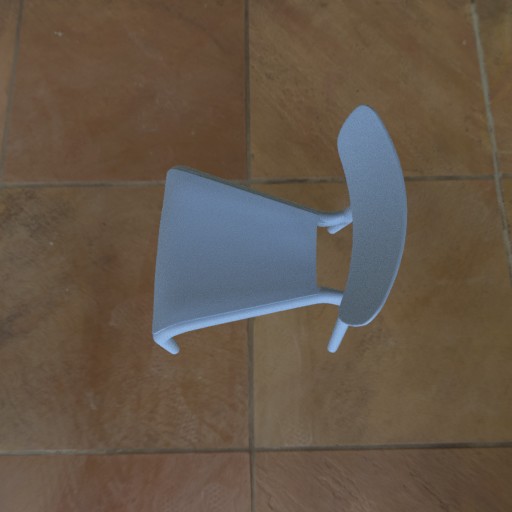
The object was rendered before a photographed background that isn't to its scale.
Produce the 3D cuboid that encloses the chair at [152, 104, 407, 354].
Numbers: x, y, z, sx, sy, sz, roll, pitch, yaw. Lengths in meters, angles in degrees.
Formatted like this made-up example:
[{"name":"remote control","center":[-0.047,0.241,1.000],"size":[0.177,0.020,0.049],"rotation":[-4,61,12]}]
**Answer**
[{"name":"chair","center":[0.000,0.000,0.818],"size":[0.401,0.580,0.356],"rotation":[2,76,1]}]
